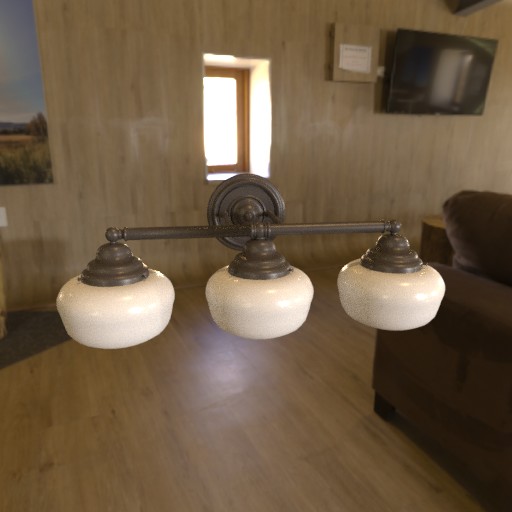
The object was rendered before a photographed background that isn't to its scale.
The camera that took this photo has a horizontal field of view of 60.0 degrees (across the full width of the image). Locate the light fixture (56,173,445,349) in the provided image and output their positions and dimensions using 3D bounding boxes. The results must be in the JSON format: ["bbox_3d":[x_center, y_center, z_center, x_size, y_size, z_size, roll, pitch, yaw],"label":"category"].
[{"bbox_3d":[0.000,0.000,0.706,0.587,0.242,0.239,-2,15,-8],"label":"light fixture"}]
